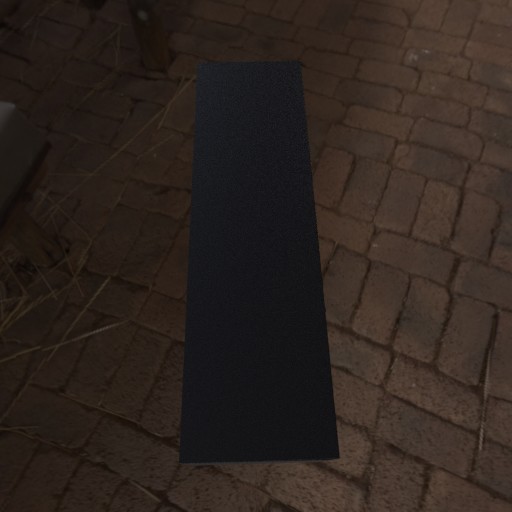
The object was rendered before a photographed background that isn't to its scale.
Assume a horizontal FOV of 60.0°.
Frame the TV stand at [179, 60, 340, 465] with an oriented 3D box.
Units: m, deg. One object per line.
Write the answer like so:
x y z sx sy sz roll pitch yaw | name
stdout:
0.000 0.000 1.546 0.390 0.518 1.312 -1 64 -1 | TV stand
